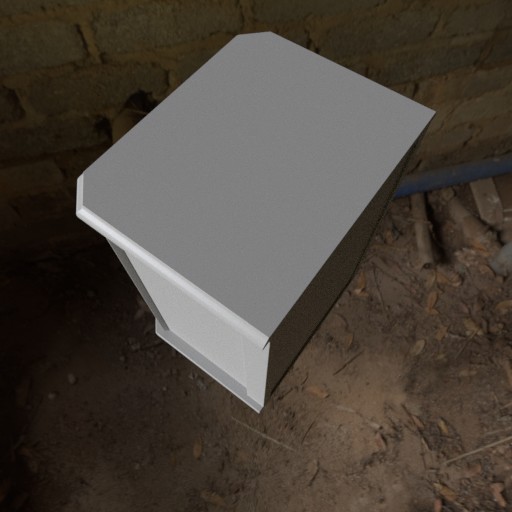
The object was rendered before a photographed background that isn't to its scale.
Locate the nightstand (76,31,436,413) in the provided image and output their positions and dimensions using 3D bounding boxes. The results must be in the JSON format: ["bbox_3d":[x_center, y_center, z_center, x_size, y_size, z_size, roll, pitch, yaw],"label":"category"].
[{"bbox_3d":[0.000,0.000,0.929,0.350,0.680,0.450,33,68,15],"label":"nightstand"}]
